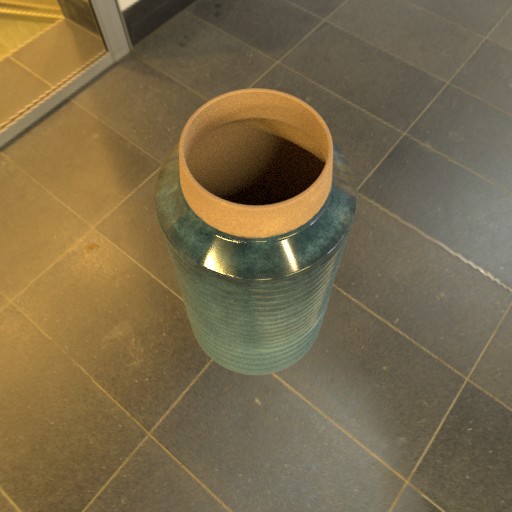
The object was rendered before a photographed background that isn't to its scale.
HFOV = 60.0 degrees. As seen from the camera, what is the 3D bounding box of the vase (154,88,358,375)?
[{"bbox_3d":[0.000,0.000,0.416,0.163,0.316,0.163,0,64,0],"label":"vase"}]
